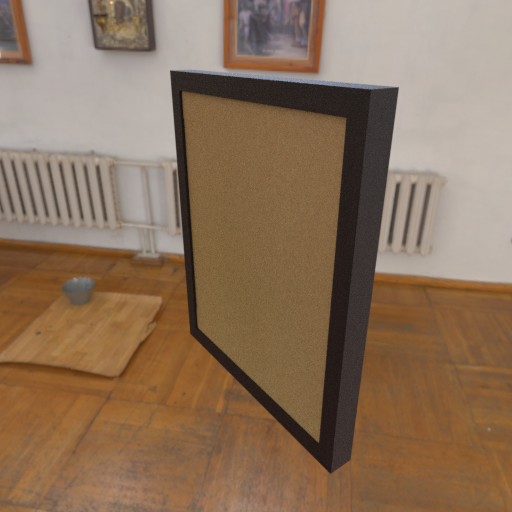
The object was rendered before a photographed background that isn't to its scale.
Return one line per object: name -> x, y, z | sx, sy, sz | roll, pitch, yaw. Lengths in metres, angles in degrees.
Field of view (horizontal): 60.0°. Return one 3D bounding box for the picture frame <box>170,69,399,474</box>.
picture frame -> 0.000, 0.000, 0.739 | 0.044, 0.555, 0.452 | -17, 30, -32
